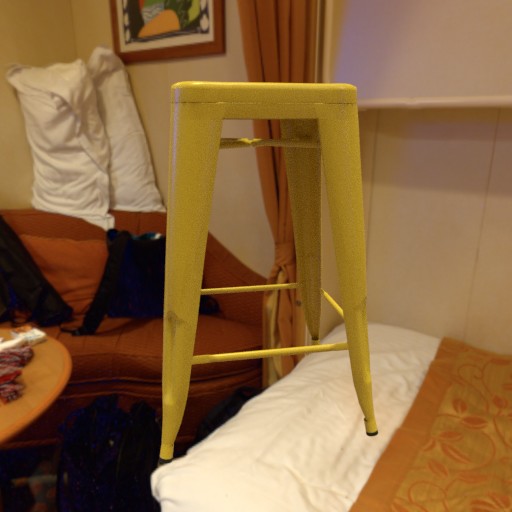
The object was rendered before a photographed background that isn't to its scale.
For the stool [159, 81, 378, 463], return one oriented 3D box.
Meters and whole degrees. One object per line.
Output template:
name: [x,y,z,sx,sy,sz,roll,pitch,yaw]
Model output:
stool: [0.000,0.000,0.858,0.399,0.609,0.359,-3,17,-10]
